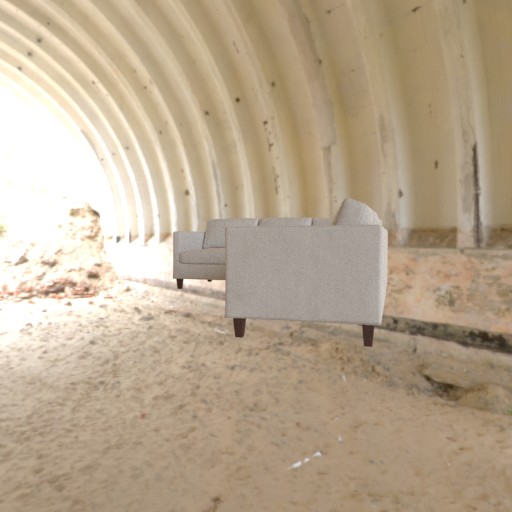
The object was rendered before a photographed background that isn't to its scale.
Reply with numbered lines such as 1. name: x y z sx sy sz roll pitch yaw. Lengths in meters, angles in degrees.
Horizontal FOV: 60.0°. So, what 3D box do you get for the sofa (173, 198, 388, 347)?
1. sofa: 0.000 0.000 4.297 2.432 0.863 3.182 1 3 17
